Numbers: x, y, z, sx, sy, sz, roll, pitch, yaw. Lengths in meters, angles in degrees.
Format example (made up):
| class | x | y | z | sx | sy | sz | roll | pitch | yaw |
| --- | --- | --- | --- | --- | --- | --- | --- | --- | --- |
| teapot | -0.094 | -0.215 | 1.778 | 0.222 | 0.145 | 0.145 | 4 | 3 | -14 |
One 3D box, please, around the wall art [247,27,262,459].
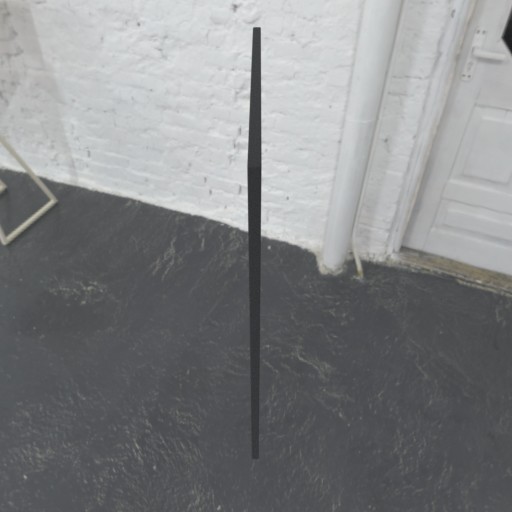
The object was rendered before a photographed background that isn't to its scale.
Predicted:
| class | x | y | z | sx | sy | sz | roll | pitch | yaw |
| --- | --- | --- | --- | --- | --- | --- | --- | --- | --- |
| wall art | 0.000 | 0.000 | 0.662 | 0.012 | 0.529 | 0.374 | 0 | 42 | 0 |
